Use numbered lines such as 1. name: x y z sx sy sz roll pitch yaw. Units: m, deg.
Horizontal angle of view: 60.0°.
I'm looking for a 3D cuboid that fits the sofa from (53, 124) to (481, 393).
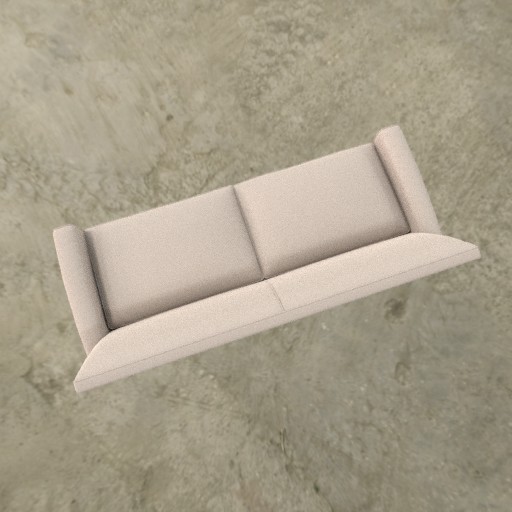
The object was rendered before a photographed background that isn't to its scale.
1. sofa: 0.000 0.000 2.461 2.000 0.846 0.875 -18 76 -5
